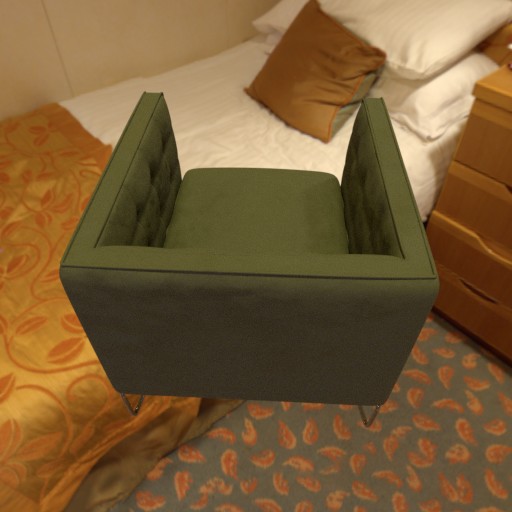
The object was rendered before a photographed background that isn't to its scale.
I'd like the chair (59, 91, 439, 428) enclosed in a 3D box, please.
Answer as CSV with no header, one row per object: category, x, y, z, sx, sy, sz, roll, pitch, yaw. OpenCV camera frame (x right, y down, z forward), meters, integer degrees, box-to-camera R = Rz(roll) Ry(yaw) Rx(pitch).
chair,0.000,0.000,1.546,0.880,0.790,0.894,2,46,2
